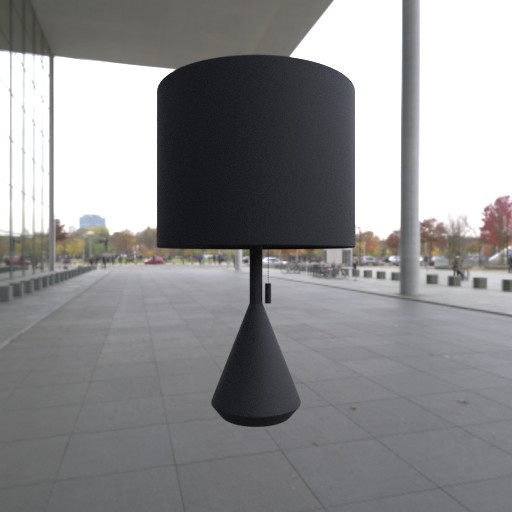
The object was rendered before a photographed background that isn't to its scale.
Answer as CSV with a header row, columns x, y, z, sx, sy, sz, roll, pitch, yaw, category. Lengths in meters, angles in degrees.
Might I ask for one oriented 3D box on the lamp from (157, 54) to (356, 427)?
x,y,z,sx,sy,sz,roll,pitch,yaw,category
0.000,0.000,0.819,0.359,0.584,0.359,0,0,0,lamp
